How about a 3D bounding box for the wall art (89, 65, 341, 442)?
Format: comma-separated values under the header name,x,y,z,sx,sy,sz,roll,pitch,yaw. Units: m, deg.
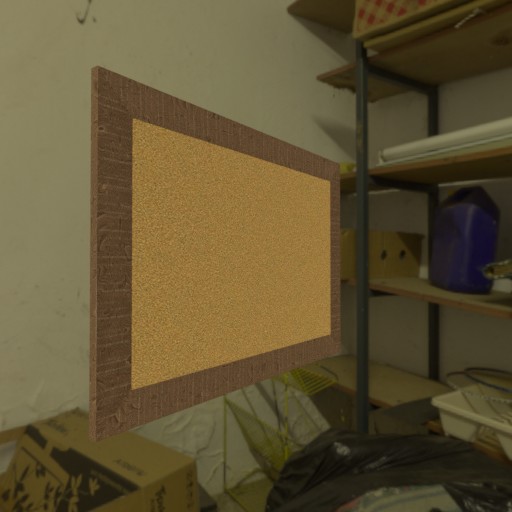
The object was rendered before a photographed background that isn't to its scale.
name,x,y,z,sx,sy,sz,roll,pitch,yaw
wall art,0.000,0.000,1.111,0.019,0.626,0.917,-1,-1,36
